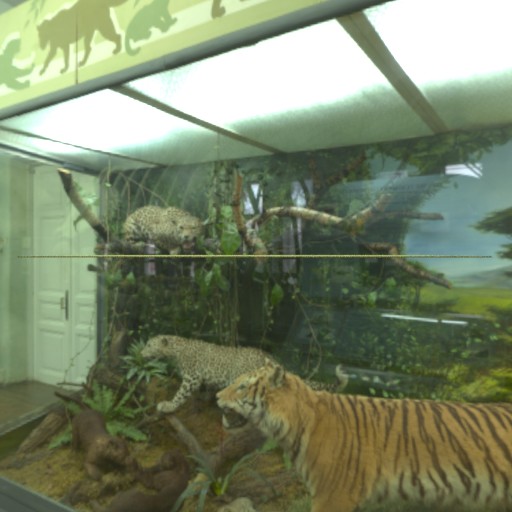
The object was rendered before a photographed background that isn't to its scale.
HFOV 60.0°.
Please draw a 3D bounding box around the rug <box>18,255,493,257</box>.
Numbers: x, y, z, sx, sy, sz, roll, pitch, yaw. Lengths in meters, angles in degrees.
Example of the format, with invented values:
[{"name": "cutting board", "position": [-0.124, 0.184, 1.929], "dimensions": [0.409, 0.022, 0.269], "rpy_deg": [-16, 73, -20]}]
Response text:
[{"name": "rug", "position": [0.000, 0.000, 2.894], "dimensions": [2.297, 0.007, 1.529], "rpy_deg": [0, 0, 1]}]
